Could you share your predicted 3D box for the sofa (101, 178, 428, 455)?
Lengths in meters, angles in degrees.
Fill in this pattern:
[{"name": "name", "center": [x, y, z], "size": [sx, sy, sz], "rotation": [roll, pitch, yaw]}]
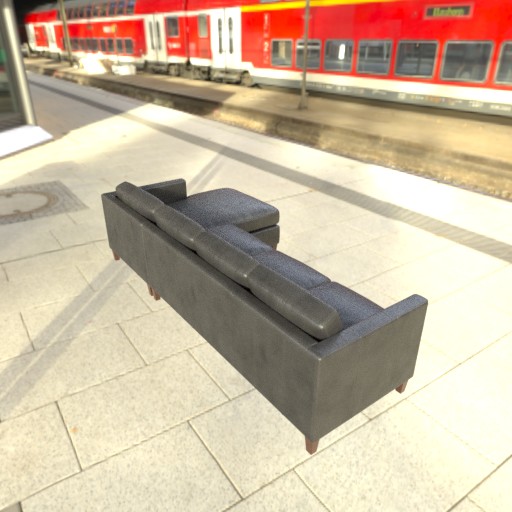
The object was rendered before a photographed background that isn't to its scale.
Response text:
[{"name": "sofa", "center": [0.000, 0.000, 3.917], "size": [1.581, 0.883, 3.203], "rotation": [-18, 32, -32]}]
